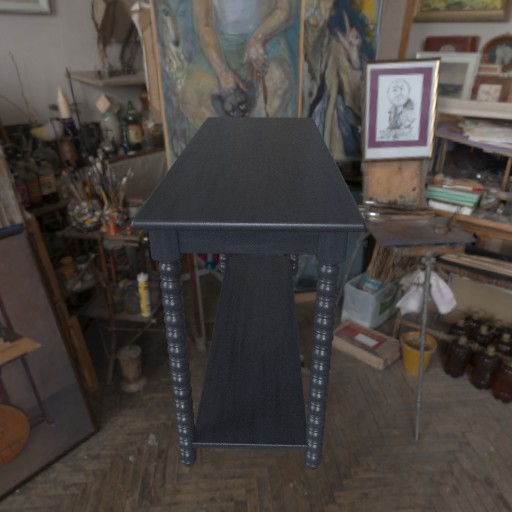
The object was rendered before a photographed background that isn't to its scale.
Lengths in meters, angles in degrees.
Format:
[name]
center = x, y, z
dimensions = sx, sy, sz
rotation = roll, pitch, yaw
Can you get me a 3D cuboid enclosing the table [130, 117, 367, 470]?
[table]
center = 0.000, 0.000, 1.526
dimensions = 0.459, 0.735, 1.184
rotation = 1, 27, 1
